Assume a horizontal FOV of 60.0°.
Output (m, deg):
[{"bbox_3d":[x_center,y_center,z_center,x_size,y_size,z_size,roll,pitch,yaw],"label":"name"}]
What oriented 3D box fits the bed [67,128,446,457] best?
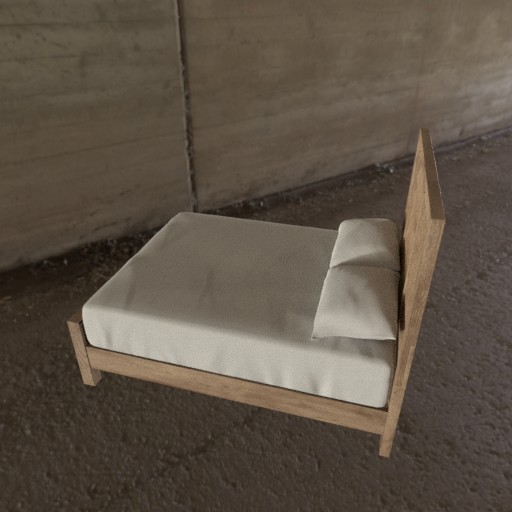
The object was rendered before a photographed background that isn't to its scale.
[{"bbox_3d":[0.000,0.000,3.272,2.197,1.626,1.626,8,31,14],"label":"bed"}]
